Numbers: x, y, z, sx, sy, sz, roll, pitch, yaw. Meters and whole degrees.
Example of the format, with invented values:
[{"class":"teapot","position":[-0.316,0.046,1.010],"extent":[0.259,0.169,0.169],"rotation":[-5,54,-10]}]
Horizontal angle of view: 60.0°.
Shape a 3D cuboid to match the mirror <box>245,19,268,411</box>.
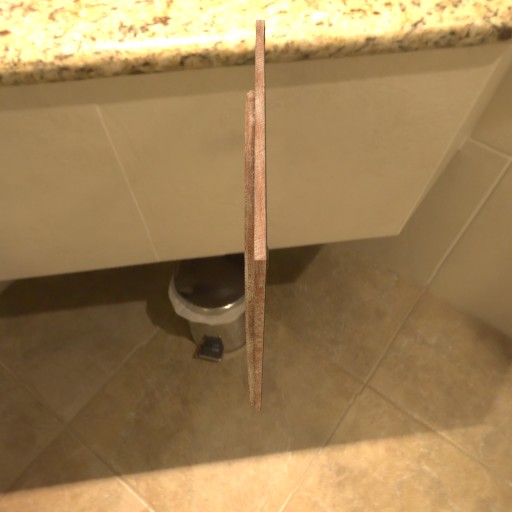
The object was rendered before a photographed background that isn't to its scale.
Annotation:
[{"class":"mirror","position":[0.000,0.000,0.985],"extent":[0.058,0.787,0.495],"rotation":[0,58,0]}]
